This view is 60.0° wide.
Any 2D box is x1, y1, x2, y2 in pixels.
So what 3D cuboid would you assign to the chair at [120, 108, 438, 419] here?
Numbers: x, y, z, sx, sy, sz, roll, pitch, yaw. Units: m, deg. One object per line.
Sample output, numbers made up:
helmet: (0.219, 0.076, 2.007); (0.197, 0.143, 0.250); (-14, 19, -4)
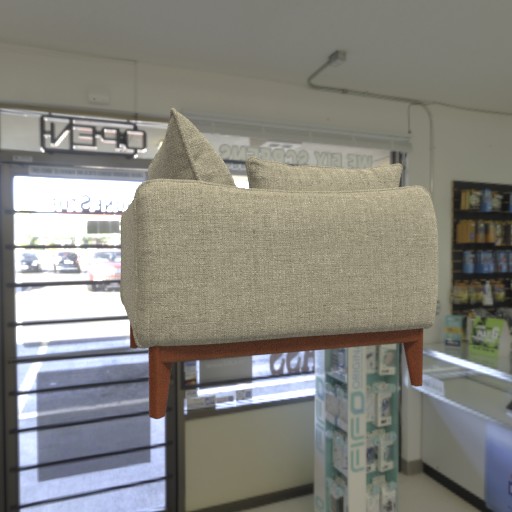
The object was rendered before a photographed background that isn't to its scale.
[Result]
chair: (0.000, 0.000, 1.713); (0.976, 0.839, 0.993); (0, 1, -19)
